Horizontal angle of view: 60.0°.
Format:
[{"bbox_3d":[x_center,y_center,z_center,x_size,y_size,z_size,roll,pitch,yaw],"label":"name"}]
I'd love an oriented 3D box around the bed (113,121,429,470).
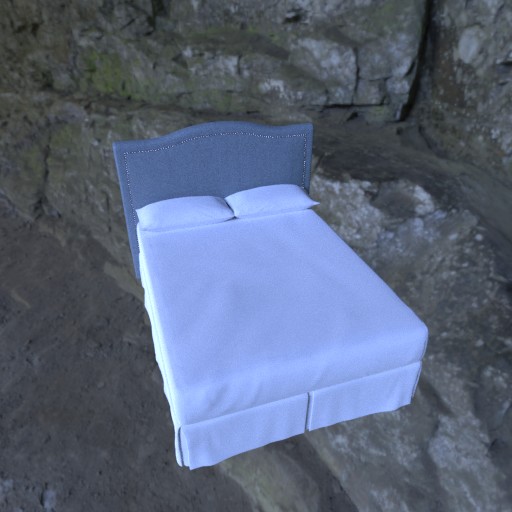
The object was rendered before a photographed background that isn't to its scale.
[{"bbox_3d":[0.000,0.000,3.307,1.753,1.460,2.143,-10,34,-16],"label":"bed"}]
